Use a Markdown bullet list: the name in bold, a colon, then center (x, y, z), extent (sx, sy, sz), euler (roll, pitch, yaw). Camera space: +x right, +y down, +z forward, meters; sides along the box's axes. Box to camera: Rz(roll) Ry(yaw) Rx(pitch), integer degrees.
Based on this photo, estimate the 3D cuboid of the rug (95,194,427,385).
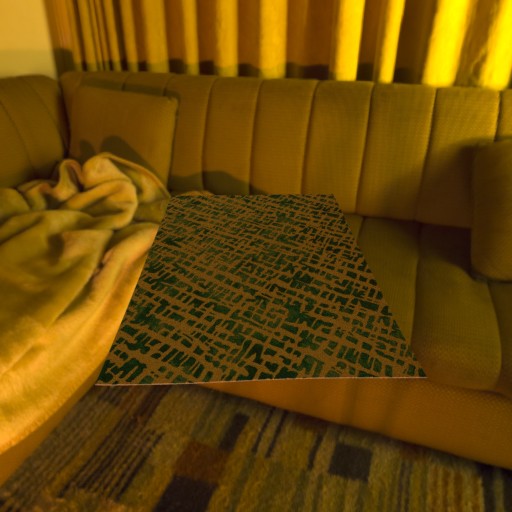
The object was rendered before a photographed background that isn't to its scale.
- **rug**: center (0.000, 0.000, 3.095), extent (1.520, 0.011, 2.447), euler (-1, 28, -1)
